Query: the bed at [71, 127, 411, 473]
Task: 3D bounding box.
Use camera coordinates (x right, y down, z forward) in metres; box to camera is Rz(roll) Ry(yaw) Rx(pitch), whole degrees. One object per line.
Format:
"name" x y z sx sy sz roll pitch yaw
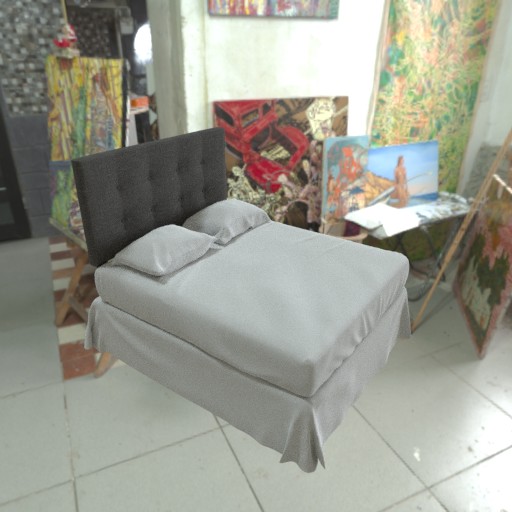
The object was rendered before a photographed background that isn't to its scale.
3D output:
"bed" 0.000 0.000 3.504 2.222 1.577 1.936 17 31 32
